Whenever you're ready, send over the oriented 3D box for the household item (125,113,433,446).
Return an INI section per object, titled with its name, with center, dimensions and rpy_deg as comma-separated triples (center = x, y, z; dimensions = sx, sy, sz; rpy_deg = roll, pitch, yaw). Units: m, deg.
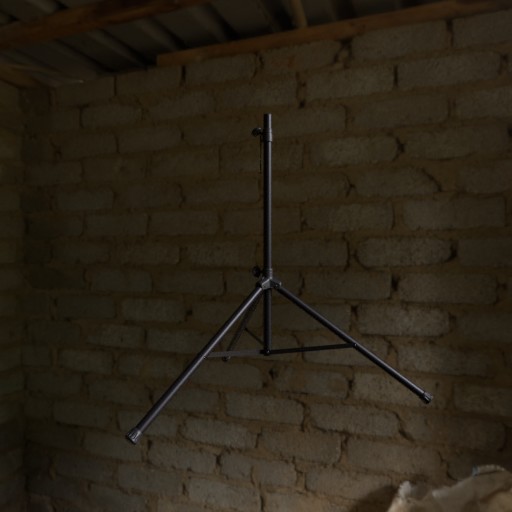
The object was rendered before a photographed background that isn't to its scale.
[household item]
center = 0.000, 0.000, 2.718
dimensions = 1.596, 1.595, 1.339
rpy_deg = 0, 0, -19
